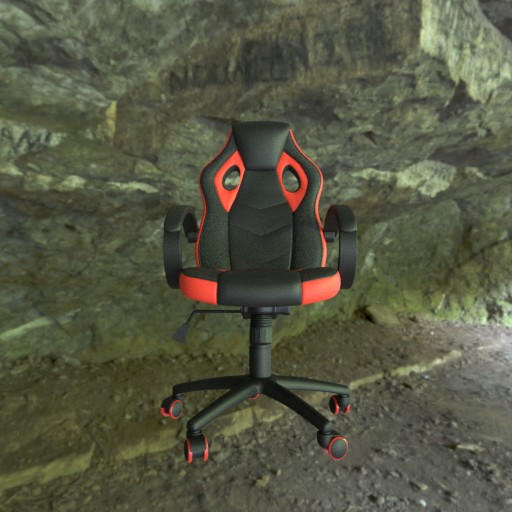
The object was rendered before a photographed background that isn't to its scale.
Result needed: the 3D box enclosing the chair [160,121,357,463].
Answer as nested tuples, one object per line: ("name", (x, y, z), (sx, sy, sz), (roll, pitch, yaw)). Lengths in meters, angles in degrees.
("chair", (0.000, 0.000, 1.382), (0.600, 1.016, 0.642), (0, -1, 1))
